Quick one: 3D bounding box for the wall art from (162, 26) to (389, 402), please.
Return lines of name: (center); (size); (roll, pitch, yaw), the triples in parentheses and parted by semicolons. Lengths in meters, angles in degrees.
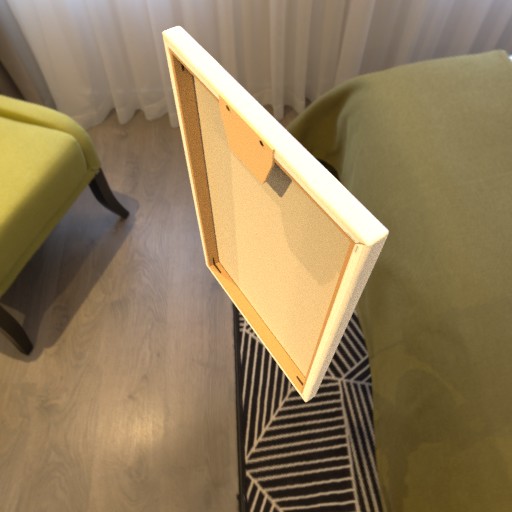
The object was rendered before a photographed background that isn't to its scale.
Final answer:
wall art: (0.000, 0.000, 1.124); (0.048, 0.902, 0.602); (-30, 63, -17)
